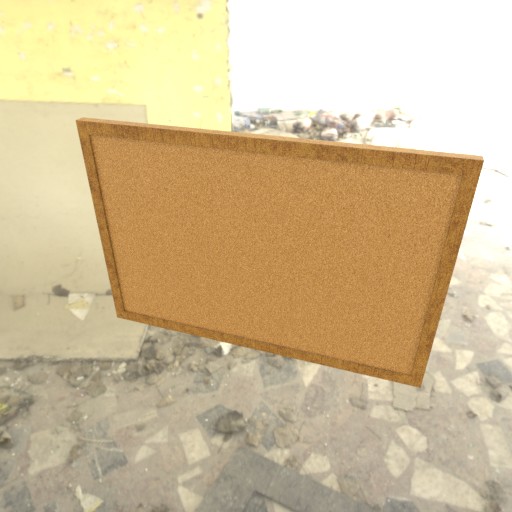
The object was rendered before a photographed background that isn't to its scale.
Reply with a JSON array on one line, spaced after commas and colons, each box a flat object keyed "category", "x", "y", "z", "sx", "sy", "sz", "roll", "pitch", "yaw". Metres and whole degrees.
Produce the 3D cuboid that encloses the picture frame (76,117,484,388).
[{"category": "picture frame", "x": 0.000, "y": 0.000, "z": 1.138, "sx": 0.922, "sy": 0.621, "sz": 0.029, "roll": 10, "pitch": 33, "yaw": 15}]
